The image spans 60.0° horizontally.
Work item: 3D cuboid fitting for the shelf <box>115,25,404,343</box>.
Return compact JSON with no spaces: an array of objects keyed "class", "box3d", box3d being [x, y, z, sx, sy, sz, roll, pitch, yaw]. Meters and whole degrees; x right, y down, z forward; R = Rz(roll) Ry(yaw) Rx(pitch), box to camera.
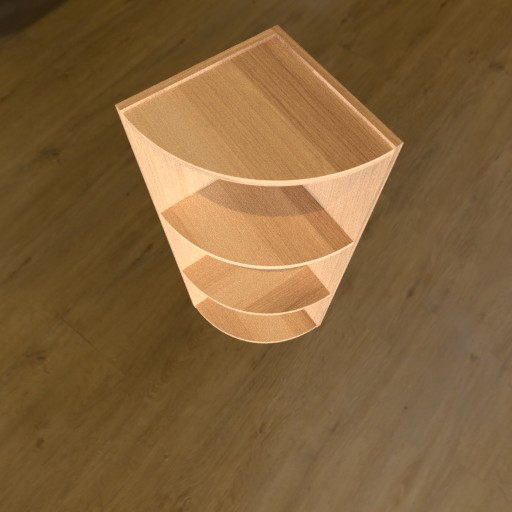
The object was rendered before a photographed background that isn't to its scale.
[{"class":"shelf","box3d":[0.000,0.000,1.015,0.290,0.872,0.290,-33,69,-14]}]
